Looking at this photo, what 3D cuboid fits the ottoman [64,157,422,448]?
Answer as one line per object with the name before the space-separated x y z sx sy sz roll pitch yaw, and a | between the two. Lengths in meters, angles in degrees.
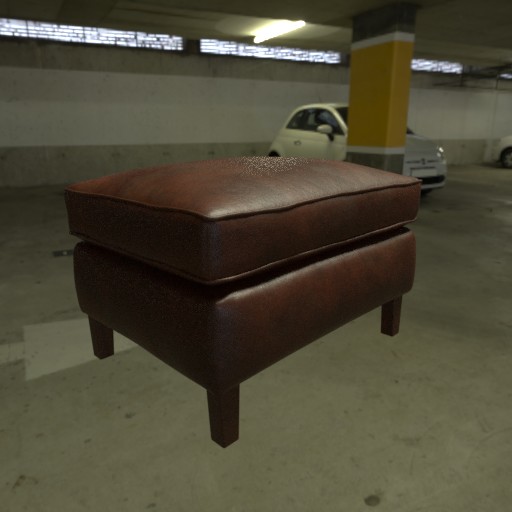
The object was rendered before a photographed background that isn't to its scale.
ottoman | 0.000 0.000 0.997 0.501 0.432 0.665 15 22 42
